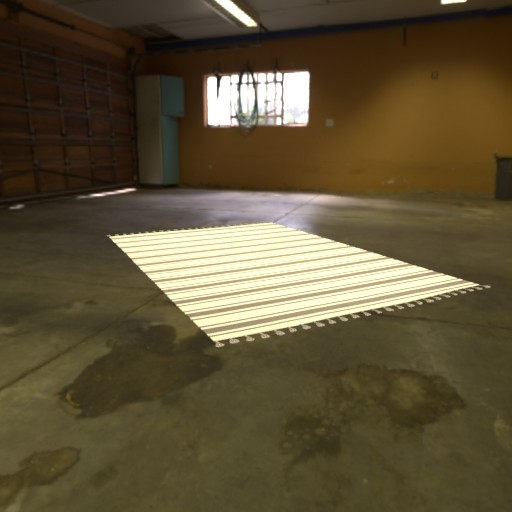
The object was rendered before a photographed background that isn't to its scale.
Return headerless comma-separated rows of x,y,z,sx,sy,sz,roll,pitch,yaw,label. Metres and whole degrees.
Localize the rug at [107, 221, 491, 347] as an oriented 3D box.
0.000,0.000,3.010,1.563,0.014,2.425,-7,15,-26,rug
